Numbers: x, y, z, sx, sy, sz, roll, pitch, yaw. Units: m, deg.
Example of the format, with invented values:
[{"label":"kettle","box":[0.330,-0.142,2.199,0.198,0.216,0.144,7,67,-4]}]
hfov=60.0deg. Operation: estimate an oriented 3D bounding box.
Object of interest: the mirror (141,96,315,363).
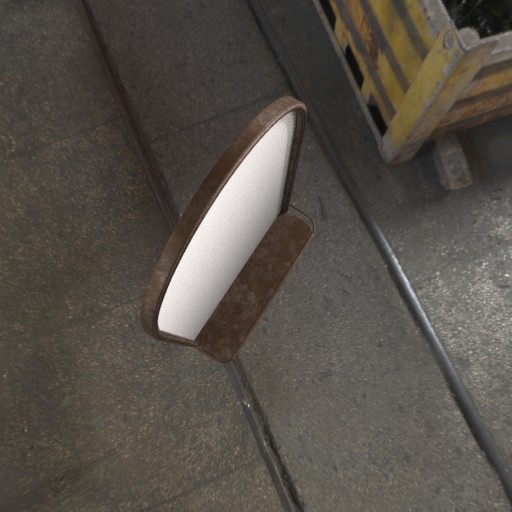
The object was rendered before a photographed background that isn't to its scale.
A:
[{"label":"mirror","box":[0.000,0.000,0.972,0.137,0.770,0.510,32,79,7]}]
